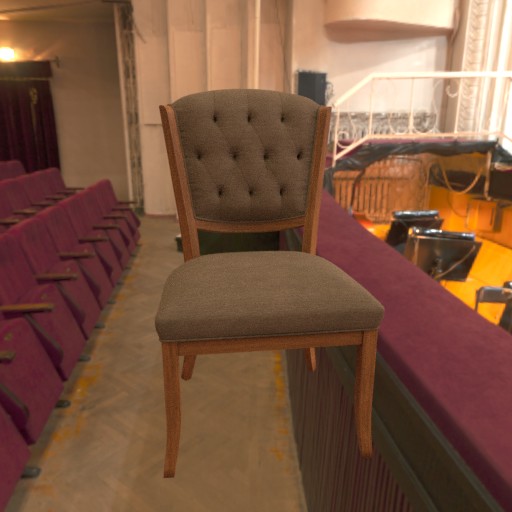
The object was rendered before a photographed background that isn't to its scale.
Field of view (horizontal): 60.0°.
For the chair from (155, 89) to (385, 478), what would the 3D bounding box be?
[{"bbox_3d":[0.000,0.000,1.215,0.513,0.905,0.584,-2,16,-7],"label":"chair"}]
